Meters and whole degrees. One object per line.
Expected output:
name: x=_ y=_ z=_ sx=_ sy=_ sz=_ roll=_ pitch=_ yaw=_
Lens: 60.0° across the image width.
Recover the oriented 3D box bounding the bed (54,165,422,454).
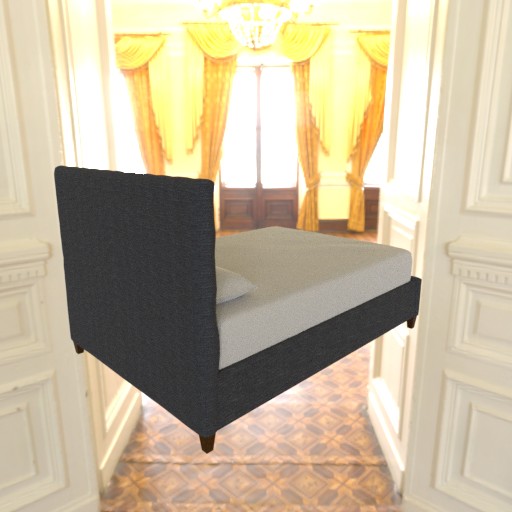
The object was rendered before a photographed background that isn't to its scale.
bed: x=0.000 y=0.000 z=3.505 sx=2.387 sy=1.427 sz=1.698 roll=-14 pitch=20 yaw=-43
